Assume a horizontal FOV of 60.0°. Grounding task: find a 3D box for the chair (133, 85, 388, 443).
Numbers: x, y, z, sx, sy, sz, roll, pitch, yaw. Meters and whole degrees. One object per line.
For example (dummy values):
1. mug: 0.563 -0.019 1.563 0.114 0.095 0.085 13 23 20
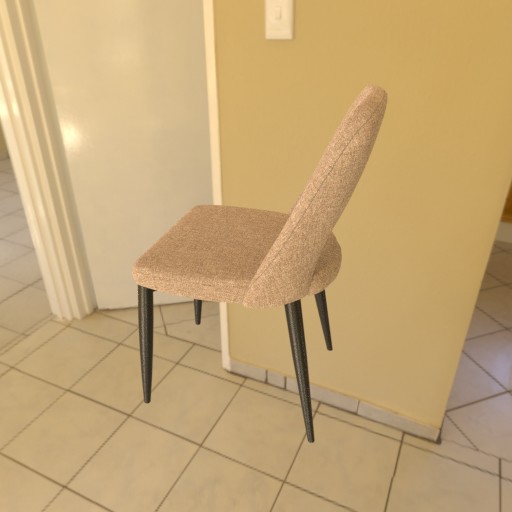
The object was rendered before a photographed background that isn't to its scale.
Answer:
1. chair: 0.000 0.000 1.280 0.612 0.931 0.470 8 30 14
